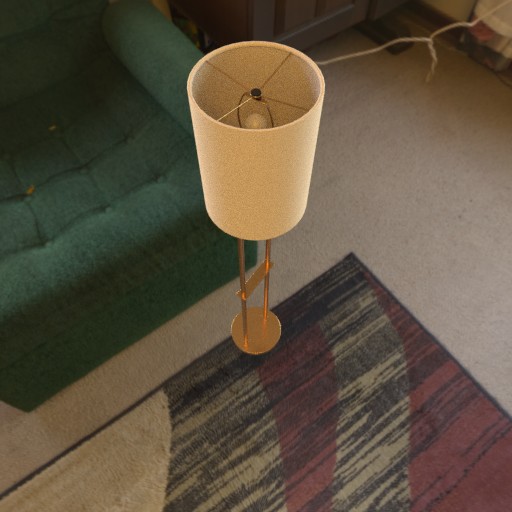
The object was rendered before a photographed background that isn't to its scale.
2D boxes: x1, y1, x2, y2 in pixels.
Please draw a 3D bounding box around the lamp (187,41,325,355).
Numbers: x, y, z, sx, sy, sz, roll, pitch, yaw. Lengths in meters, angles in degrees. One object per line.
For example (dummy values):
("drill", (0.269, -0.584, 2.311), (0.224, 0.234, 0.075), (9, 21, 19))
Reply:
("lamp", (0.000, 0.000, 1.628), (0.305, 1.500, 0.306), (32, 64, 18))
